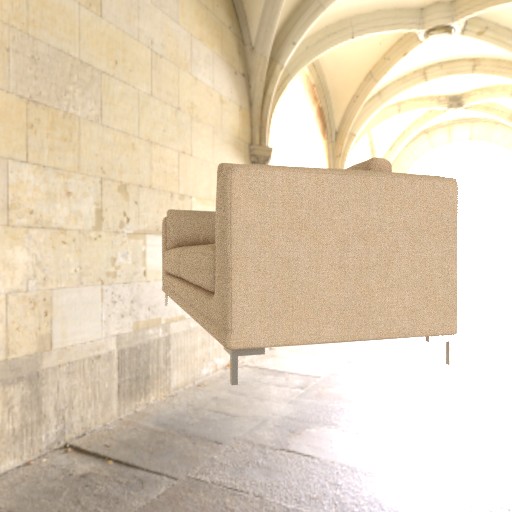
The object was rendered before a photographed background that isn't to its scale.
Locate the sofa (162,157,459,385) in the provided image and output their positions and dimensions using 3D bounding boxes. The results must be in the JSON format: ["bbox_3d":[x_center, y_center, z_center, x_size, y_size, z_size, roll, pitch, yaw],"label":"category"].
[{"bbox_3d":[0.000,0.000,2.786,0.969,0.867,2.415,0,0,-17],"label":"sofa"}]
